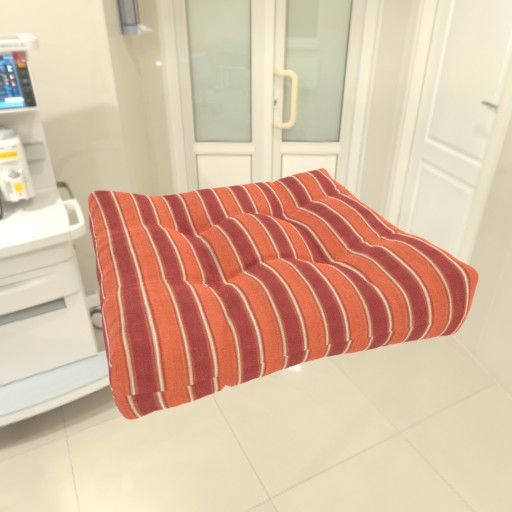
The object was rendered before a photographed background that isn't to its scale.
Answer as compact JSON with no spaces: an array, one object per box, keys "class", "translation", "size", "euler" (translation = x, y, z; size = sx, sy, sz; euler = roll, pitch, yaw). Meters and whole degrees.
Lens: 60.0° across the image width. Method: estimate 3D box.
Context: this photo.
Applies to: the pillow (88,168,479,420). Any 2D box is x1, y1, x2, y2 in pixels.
[{"class":"pillow","translation":[0.000,0.000,0.712],"size":[0.490,0.133,0.468],"euler":[-11,32,-18]}]
